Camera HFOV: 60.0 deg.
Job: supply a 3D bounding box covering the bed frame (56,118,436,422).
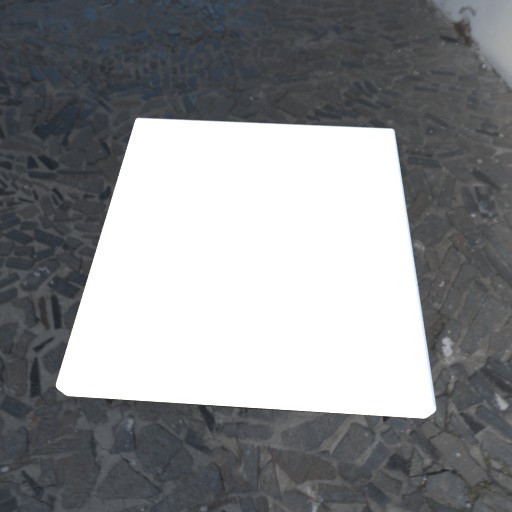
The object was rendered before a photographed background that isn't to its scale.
[{"bbox_3d":[0.000,0.000,2.977,1.935,0.525,2.033,3,58,2],"label":"bed frame"}]
